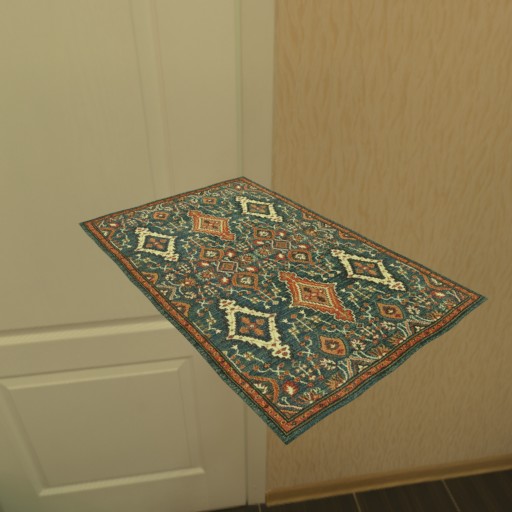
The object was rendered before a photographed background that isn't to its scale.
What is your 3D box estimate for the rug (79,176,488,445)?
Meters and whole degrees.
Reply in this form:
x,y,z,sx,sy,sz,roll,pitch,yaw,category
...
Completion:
x,y,z,sx,sy,sz,roll,pitch,yaw,category
0.000,0.000,4.131,2.190,0.008,3.371,-22,38,-31,rug
